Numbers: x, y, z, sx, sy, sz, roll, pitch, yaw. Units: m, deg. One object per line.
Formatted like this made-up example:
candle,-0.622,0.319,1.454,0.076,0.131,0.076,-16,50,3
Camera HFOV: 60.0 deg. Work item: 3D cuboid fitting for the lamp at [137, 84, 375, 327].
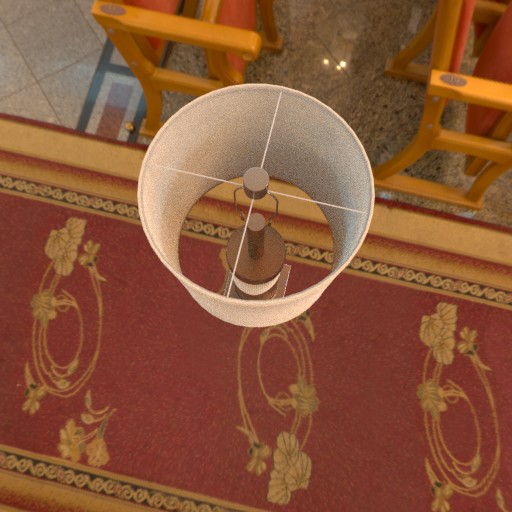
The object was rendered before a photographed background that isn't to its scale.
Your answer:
lamp,0.000,0.000,0.609,0.202,0.509,0.202,13,76,3
